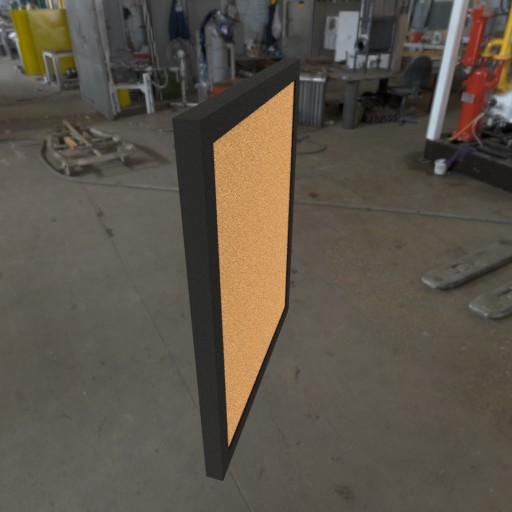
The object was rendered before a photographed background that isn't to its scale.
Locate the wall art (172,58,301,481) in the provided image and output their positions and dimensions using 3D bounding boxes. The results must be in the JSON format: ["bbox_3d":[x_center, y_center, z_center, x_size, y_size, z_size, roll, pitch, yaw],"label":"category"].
[{"bbox_3d":[0.000,0.000,0.745,0.029,0.559,0.457,9,32,14],"label":"wall art"}]
